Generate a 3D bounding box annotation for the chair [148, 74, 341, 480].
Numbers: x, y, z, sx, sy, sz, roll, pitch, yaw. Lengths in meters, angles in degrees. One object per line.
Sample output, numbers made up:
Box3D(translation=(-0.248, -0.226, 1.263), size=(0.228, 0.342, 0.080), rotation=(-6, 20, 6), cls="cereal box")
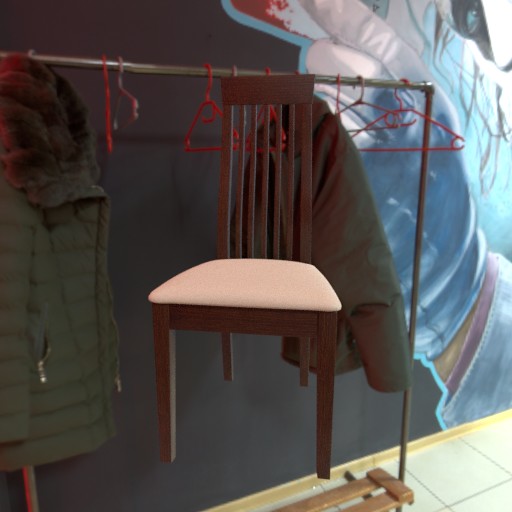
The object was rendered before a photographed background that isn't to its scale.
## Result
Box3D(translation=(0.000, 0.000, 1.243), size=(0.460, 1.027, 0.474), rotation=(2, 13, 8), cls="chair")
